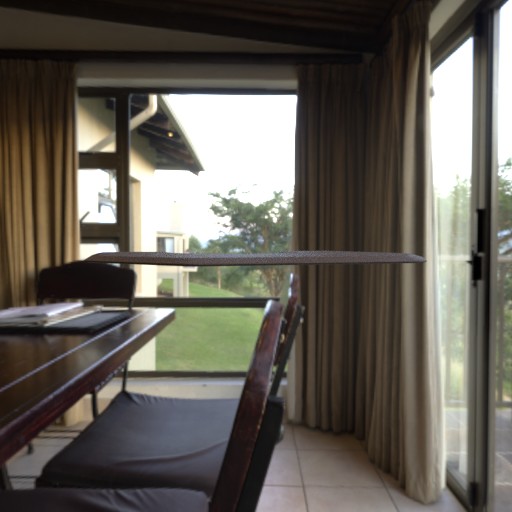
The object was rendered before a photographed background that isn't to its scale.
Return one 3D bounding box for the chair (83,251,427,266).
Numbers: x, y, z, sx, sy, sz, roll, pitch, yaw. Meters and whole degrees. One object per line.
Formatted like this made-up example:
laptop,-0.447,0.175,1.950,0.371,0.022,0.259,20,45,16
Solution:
chair,0.000,0.000,1.914,1.372,0.024,1.219,-1,2,-18
